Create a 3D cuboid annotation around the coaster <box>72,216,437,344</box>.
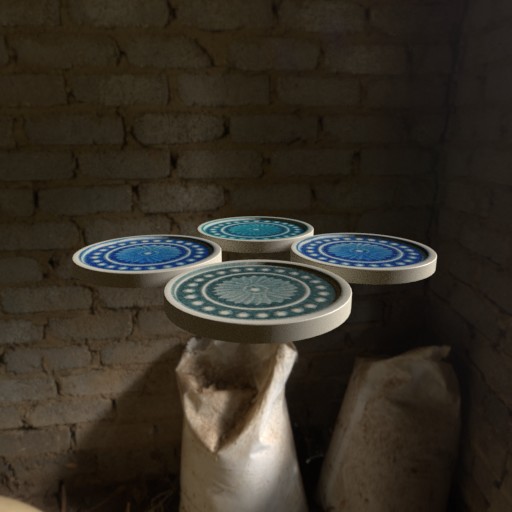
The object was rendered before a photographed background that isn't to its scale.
[{"bbox_3d":[0.000,0.000,0.337,0.220,0.010,0.224,15,21,42],"label":"coaster"}]
